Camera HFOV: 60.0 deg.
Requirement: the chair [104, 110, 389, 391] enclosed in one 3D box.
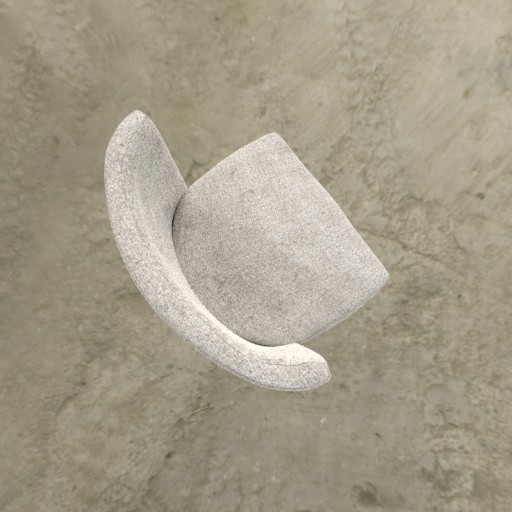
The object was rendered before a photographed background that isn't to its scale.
[{"bbox_3d":[0.000,0.000,1.310,0.575,0.827,0.728,-34,79,-8],"label":"chair"}]
